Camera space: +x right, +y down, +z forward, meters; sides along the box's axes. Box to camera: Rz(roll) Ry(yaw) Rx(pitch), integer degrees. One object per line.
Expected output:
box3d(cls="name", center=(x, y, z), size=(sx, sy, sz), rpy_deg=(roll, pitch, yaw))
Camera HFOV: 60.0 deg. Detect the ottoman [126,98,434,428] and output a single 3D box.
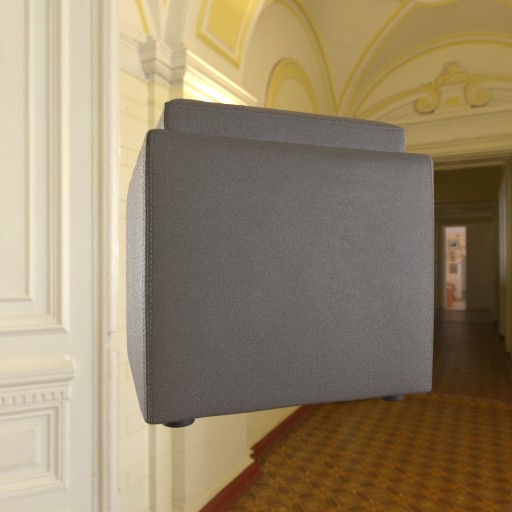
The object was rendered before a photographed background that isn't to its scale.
box3d(cls="ottoman", center=(0.000, 0.000, 0.822), size=(0.451, 0.460, 0.450), rpy_deg=(0, -1, -19))
